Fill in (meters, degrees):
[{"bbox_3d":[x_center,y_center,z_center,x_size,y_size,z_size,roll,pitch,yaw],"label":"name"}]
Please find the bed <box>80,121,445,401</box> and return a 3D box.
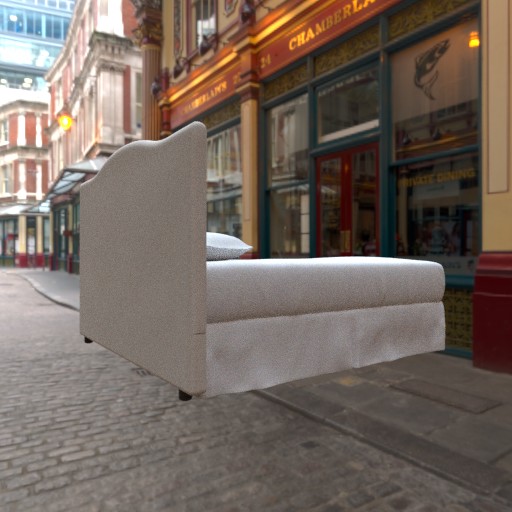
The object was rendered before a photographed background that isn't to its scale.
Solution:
[{"bbox_3d":[0.000,0.000,3.488,2.182,1.421,2.083,0,0,-35],"label":"bed"}]
